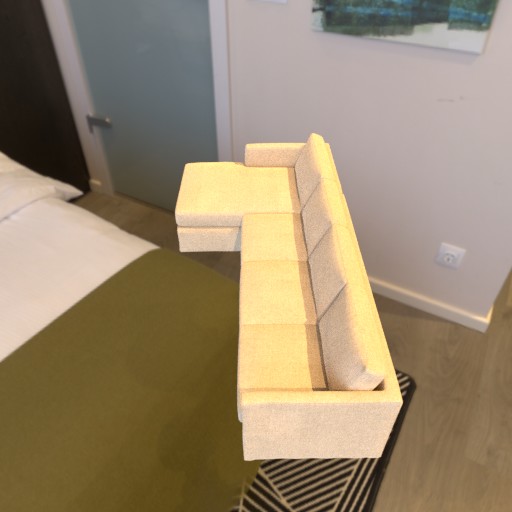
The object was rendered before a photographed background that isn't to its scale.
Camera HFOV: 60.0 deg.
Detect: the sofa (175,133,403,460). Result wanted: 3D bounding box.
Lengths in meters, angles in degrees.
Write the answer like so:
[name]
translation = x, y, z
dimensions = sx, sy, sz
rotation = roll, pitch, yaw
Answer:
[sofa]
translation = 0.000, 0.000, 3.883
dimensions = 1.650, 0.922, 3.205
rotation = 0, 41, 0
